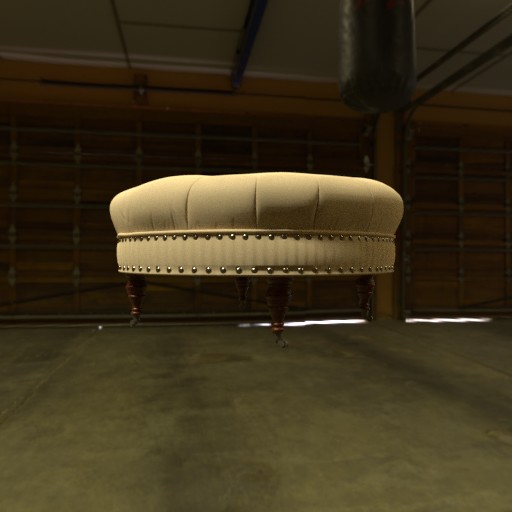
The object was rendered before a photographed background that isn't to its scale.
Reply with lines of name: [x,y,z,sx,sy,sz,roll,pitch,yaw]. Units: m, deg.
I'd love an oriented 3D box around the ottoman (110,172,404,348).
ottoman: [0.000,0.000,1.424,0.901,0.439,0.901,0,0,0]
